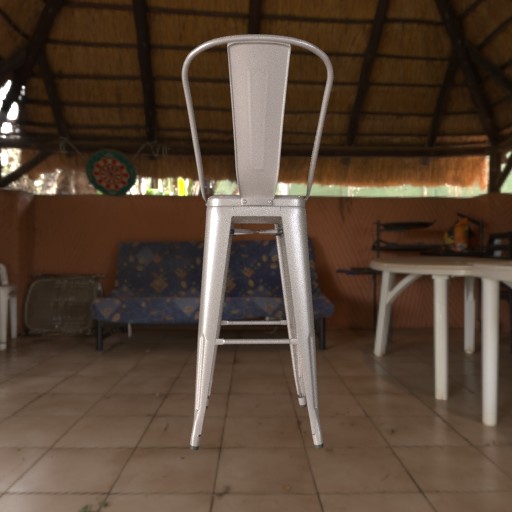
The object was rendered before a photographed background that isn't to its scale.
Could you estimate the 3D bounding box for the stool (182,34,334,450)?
[{"bbox_3d":[0.000,0.000,1.347,0.399,1.096,0.513,0,0,-2],"label":"stool"}]
